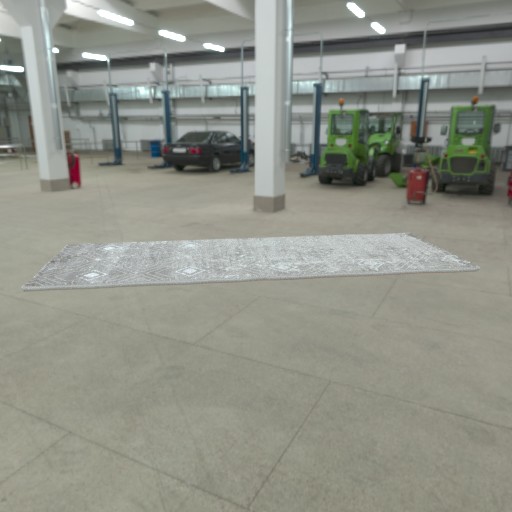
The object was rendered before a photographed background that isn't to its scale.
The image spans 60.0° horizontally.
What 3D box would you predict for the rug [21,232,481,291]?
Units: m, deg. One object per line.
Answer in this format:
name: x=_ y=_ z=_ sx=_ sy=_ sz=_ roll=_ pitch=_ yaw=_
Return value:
rug: x=0.000 y=0.000 z=2.662 sx=2.381 sy=0.035 sz=0.832 roll=-2 pitch=16 yaw=-8
